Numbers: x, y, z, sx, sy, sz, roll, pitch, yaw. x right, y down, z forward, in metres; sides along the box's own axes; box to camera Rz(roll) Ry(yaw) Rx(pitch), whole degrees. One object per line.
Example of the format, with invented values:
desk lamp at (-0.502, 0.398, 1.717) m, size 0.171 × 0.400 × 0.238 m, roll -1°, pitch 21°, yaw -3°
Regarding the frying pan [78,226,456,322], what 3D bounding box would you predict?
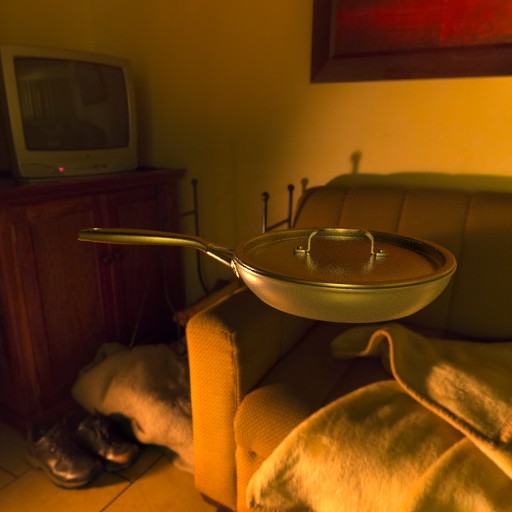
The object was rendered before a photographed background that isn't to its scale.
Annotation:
frying pan at (0.000, 0.000, 0.585) m, size 0.490 × 0.086 × 0.272 m, roll 3°, pitch 16°, yaw 9°
